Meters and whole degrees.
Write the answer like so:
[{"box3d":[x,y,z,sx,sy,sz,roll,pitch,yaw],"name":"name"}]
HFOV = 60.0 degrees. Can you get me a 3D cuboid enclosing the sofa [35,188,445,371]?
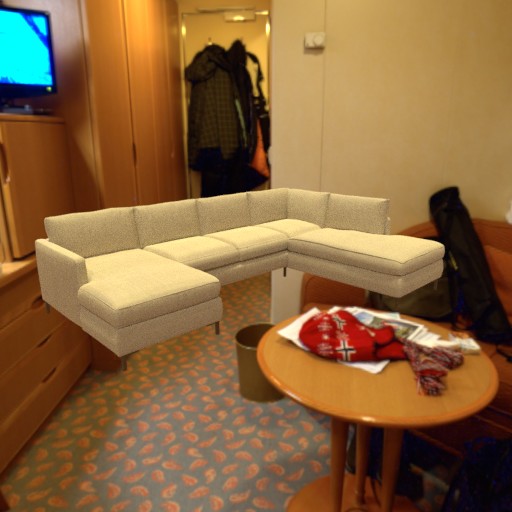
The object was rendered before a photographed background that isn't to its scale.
[{"box3d":[0.000,0.000,3.511,2.737,0.756,1.879,-14,21,-42],"name":"sofa"}]
